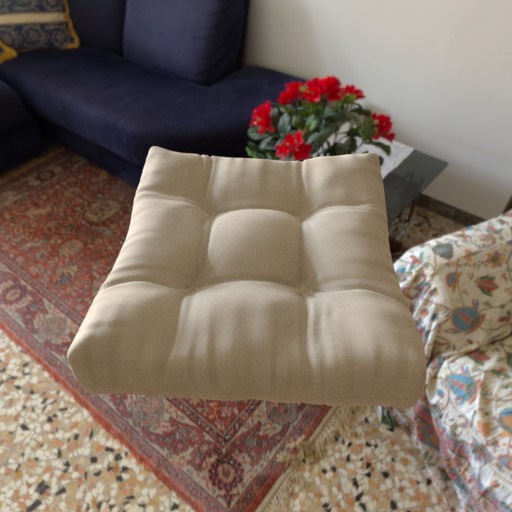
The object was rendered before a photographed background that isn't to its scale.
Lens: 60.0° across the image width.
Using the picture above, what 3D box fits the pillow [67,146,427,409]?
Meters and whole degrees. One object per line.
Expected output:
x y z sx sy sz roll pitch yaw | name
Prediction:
0.000 0.000 0.732 0.468 0.128 0.490 2 46 2 | pillow
